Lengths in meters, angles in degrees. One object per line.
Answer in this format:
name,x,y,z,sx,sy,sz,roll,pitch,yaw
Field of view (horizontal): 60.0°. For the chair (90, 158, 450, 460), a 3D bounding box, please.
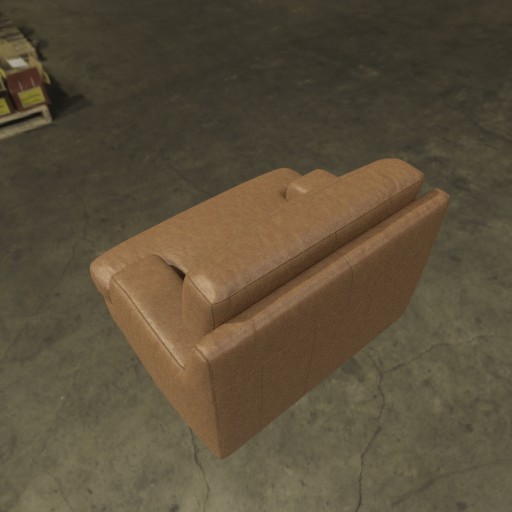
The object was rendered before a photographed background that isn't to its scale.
chair,0.000,0.000,2.023,1.276,0.978,1.050,-30,53,-26
